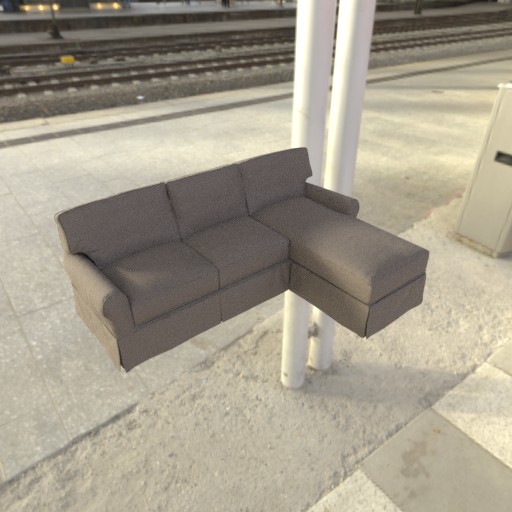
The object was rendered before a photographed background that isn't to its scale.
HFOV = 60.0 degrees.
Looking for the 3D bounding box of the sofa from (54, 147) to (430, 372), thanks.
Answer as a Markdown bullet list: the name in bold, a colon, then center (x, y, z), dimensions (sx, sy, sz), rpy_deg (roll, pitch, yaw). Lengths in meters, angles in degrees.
- **sofa**: center (0.000, 0.000, 3.463), dimensions (2.475, 0.978, 1.733), rpy_deg (-23, 38, -33)
